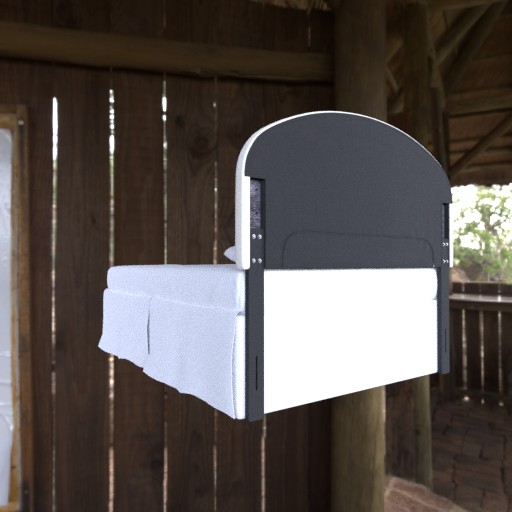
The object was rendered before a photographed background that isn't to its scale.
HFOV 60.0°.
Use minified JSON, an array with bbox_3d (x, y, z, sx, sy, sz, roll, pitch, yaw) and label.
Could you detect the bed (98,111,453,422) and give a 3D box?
[{"bbox_3d":[0.000,0.000,3.065,1.607,1.410,2.005,1,-1,-35],"label":"bed"}]
